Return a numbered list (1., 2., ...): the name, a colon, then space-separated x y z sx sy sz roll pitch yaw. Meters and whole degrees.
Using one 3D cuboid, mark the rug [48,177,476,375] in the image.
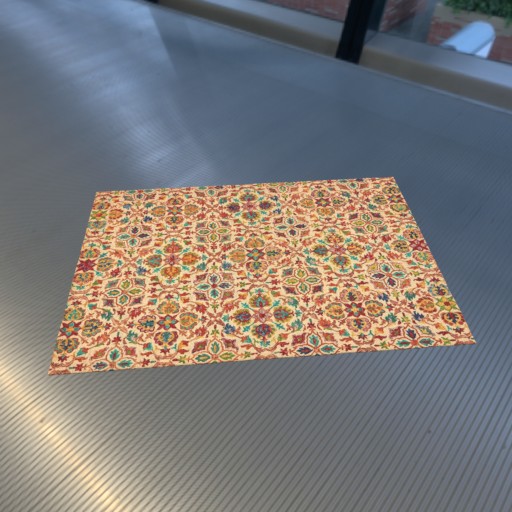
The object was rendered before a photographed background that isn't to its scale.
1. rug: 0.000 0.000 2.314 1.838 0.013 1.226 -3 46 -3
